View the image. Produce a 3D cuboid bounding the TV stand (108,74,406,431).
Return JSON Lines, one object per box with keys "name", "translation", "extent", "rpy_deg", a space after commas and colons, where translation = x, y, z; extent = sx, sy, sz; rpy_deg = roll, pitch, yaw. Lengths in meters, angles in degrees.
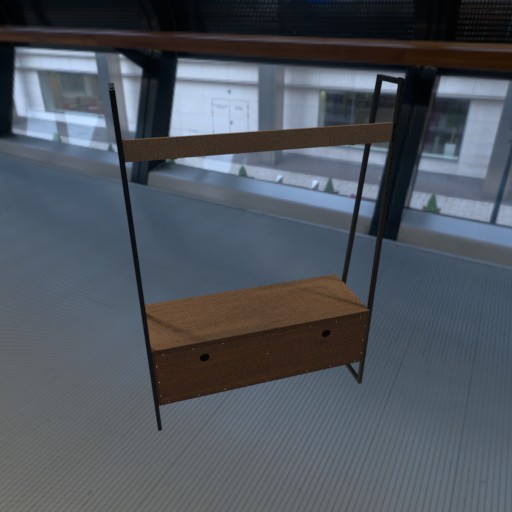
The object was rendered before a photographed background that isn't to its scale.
{"name": "TV stand", "translation": [0.000, 0.000, 2.361], "extent": [1.250, 1.772, 0.432], "rpy_deg": [-8, 29, -15]}
